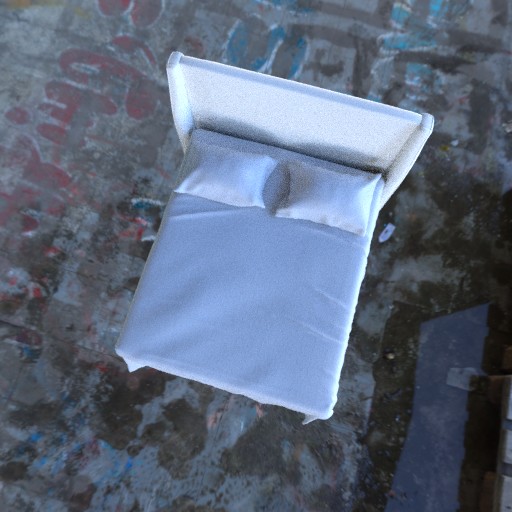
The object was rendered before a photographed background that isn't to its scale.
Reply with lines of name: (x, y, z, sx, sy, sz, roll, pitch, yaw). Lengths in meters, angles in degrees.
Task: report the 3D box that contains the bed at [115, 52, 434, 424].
bed: (0.000, 0.000, 3.442, 1.925, 1.332, 2.276, 16, 76, 4)
